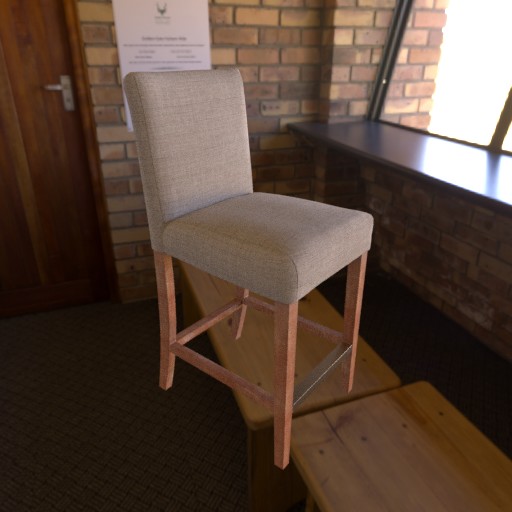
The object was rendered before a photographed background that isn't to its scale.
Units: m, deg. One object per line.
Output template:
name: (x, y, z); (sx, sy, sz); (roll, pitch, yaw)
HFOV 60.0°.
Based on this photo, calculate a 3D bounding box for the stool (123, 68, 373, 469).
stool: (0.000, 0.000, 1.353); (0.567, 1.039, 0.454); (18, 31, 34)
